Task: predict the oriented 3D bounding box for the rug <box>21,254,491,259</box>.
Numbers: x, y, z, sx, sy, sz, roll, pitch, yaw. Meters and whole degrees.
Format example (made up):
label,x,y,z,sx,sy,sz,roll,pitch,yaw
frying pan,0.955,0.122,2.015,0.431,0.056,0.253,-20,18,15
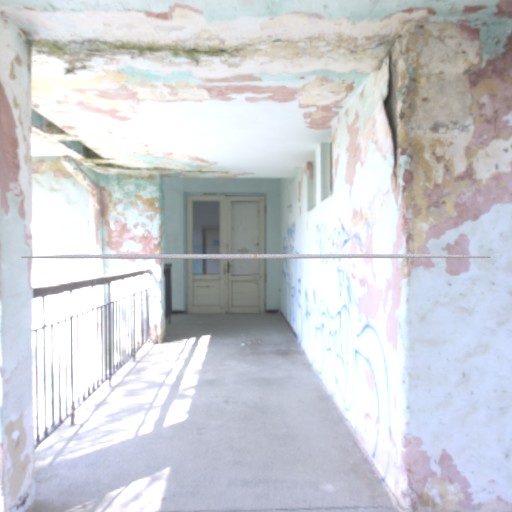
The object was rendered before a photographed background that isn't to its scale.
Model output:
label,x,y,z,sx,sy,sz,roll,pitch,yaw
rug,0.000,0.000,2.681,2.442,0.016,0.770,0,1,0
